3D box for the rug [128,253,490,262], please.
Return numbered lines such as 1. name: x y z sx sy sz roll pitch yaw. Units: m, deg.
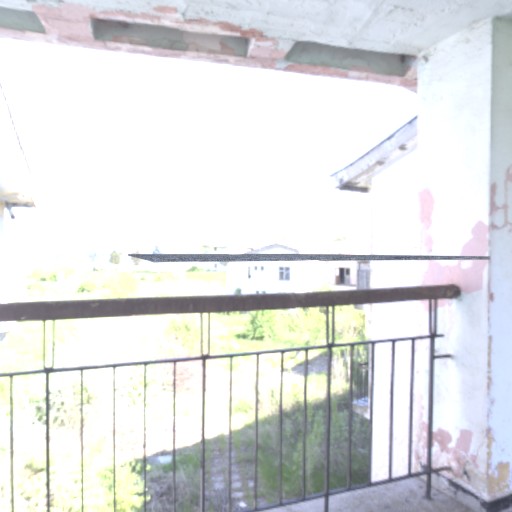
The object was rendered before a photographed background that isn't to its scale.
1. rug: 0.000 0.000 2.296 1.208 0.012 1.819 0 1 -18
